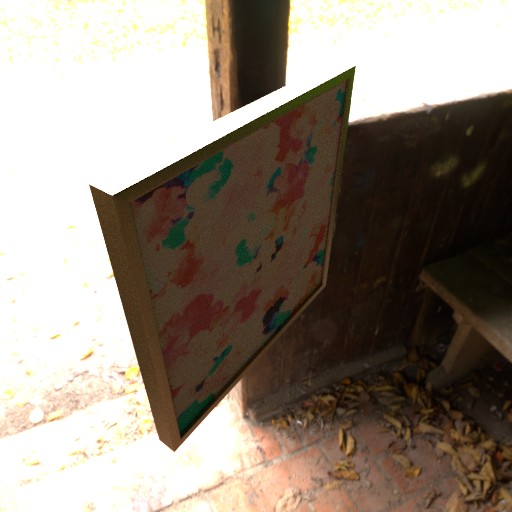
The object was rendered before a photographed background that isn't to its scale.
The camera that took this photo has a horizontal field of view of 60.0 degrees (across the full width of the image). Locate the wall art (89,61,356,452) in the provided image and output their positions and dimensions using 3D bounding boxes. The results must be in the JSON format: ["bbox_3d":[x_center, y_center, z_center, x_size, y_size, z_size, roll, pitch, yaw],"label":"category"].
[{"bbox_3d":[0.000,0.000,0.754,0.037,0.509,0.510,26,46,27],"label":"wall art"}]
